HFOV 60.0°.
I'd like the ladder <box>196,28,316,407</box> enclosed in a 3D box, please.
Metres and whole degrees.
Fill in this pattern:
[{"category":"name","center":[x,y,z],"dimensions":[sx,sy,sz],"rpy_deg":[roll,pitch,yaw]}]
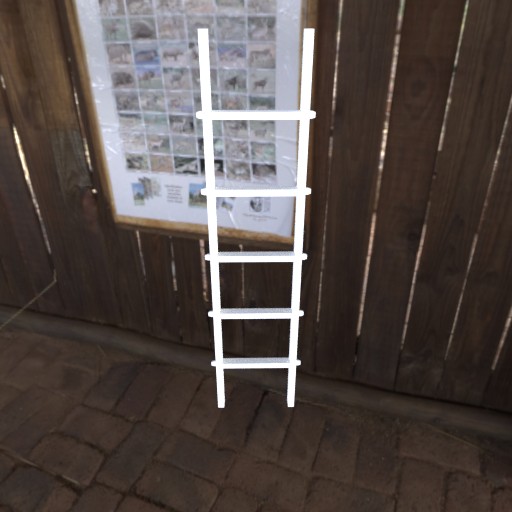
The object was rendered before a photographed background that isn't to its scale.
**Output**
[{"category":"ladder","center":[0.000,0.000,1.970],"dimensions":[0.452,1.797,0.051],"rpy_deg":[0,28,-1]}]
